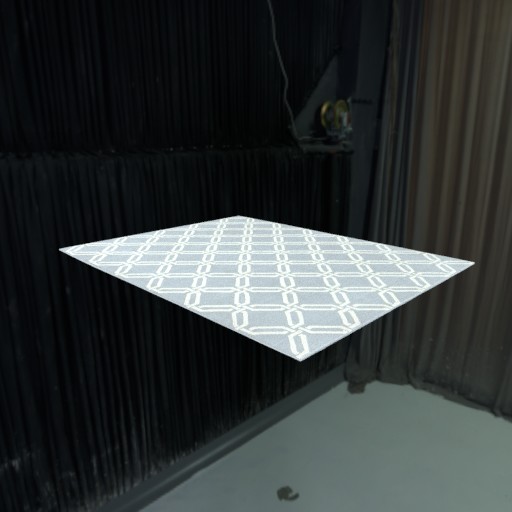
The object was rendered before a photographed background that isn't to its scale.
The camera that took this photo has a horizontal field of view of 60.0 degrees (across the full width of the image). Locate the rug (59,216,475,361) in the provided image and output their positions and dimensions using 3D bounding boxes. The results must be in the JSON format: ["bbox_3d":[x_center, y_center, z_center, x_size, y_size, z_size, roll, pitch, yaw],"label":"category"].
[{"bbox_3d":[0.000,0.000,3.911,2.895,0.018,2.288,16,22,43],"label":"rug"}]
